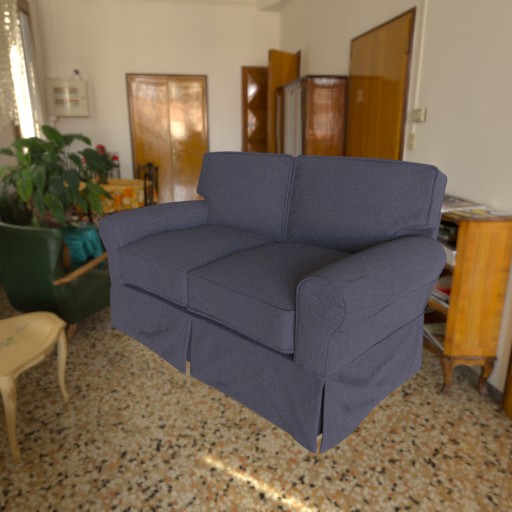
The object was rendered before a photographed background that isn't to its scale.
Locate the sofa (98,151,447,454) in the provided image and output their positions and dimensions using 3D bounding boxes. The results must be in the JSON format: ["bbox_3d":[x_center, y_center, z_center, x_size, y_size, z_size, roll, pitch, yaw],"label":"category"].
[{"bbox_3d":[0.000,0.000,2.410,1.801,1.059,0.997,15,22,43],"label":"sofa"}]
